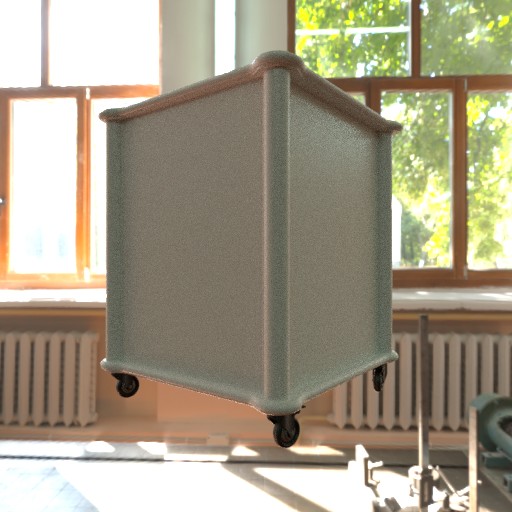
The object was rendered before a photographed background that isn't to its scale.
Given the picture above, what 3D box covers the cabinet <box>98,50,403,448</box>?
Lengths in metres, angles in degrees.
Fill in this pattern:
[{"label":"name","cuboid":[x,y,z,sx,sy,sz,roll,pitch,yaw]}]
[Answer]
[{"label":"cabinet","cuboid":[0.000,0.000,1.227,0.628,0.761,0.627,0,0,38]}]
